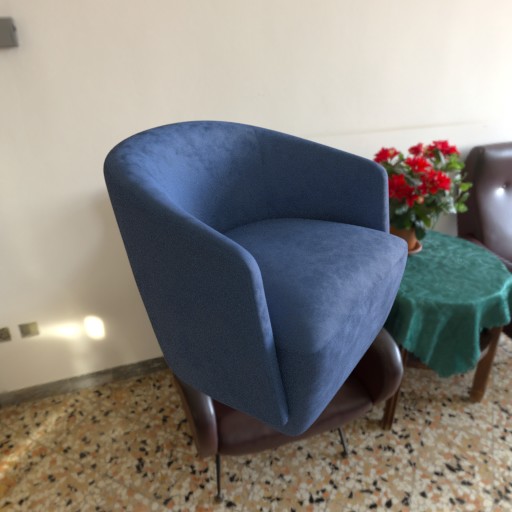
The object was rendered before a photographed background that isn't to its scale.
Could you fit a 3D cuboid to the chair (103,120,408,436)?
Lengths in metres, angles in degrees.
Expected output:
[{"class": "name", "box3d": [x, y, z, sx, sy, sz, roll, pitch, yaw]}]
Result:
[{"class": "chair", "box3d": [0.000, 0.000, 1.343, 0.767, 0.698, 0.773, 18, 32, 30]}]
